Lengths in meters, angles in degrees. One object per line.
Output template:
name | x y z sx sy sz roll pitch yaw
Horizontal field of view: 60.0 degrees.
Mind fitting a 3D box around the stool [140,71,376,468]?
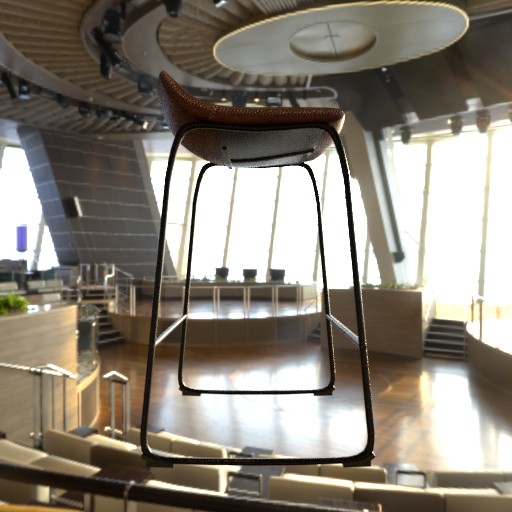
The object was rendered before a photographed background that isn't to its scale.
stool | 0.000 0.000 1.096 0.473 0.830 0.454 0 0 0
